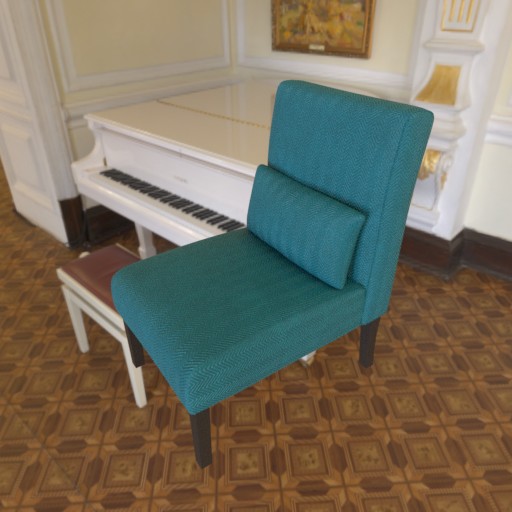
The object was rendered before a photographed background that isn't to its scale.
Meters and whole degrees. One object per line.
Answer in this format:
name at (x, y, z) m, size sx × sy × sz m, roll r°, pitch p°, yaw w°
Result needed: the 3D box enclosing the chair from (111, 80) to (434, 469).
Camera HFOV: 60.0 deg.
chair at (0.000, 0.000, 1.419) m, size 0.808 × 0.927 × 0.579 m, roll -20°, pitch 37°, yaw -30°
